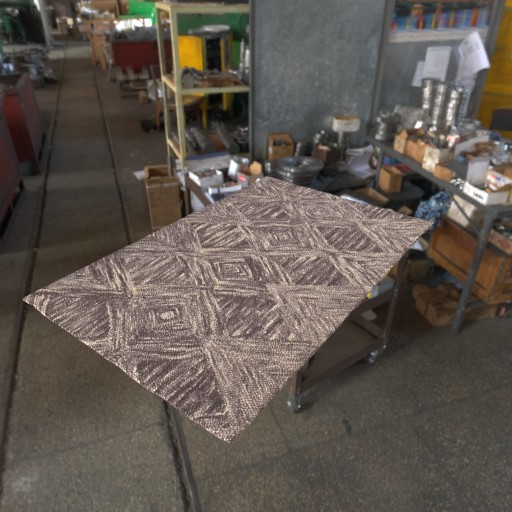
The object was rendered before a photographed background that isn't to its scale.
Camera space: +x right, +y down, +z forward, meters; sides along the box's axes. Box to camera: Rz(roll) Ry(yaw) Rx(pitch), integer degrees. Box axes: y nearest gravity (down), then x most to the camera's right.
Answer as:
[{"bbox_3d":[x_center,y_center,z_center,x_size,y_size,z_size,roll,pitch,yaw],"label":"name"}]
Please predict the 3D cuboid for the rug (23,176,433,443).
[{"bbox_3d":[0.000,0.000,2.237,1.186,0.012,1.814,22,38,31],"label":"rug"}]
